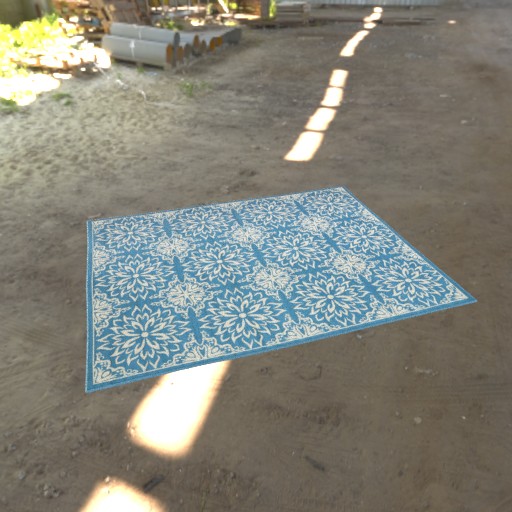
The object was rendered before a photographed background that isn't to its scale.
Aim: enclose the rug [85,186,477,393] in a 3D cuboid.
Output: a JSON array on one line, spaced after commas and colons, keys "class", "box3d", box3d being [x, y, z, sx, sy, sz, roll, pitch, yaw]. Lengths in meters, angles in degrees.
[{"class": "rug", "box3d": [0.000, 0.000, 4.065, 2.964, 0.018, 2.350, -10, 34, -15]}]
